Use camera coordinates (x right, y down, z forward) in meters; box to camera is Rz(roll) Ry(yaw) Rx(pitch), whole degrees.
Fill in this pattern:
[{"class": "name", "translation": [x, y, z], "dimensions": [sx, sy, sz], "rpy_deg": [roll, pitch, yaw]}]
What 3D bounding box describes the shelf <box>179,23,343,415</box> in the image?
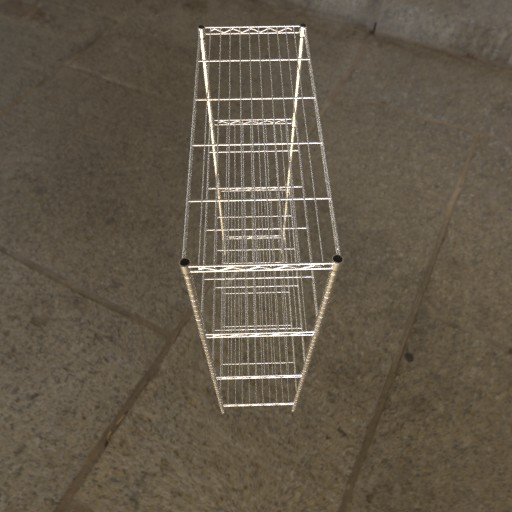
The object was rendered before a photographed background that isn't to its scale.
[{"class": "shelf", "translation": [0.000, 0.000, 1.755], "dimensions": [0.352, 1.360, 0.907], "rpy_deg": [-1, 58, -1]}]
